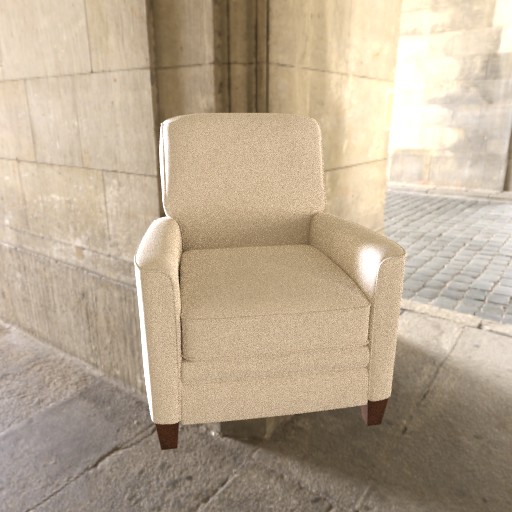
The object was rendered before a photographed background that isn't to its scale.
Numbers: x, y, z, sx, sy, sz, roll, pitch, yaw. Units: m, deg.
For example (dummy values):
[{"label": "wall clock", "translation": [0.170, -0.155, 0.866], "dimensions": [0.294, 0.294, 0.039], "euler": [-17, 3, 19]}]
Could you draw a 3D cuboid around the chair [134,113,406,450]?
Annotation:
[{"label": "chair", "translation": [0.000, 0.000, 1.672], "dimensions": [0.841, 1.028, 0.858], "euler": [-3, 18, -9]}]
